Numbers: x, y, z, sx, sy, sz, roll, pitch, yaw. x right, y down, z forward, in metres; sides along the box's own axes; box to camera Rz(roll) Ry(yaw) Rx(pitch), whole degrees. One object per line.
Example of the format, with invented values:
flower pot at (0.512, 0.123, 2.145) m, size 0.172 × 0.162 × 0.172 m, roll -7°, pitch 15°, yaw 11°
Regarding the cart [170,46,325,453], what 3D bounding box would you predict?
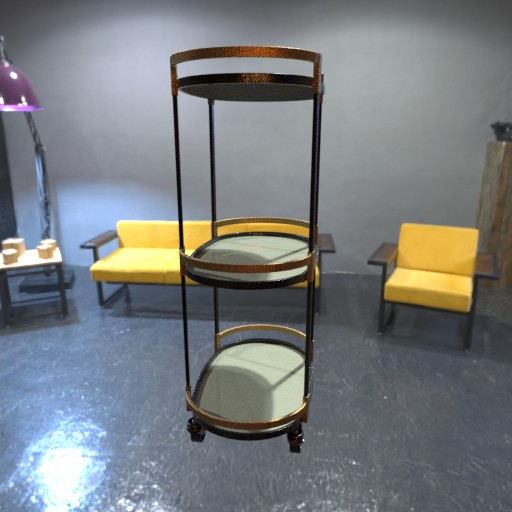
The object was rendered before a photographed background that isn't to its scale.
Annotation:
cart at (0.000, 0.000, 1.116) m, size 0.311 × 0.885 × 0.515 m, roll 2°, pitch 16°, yaw 9°
